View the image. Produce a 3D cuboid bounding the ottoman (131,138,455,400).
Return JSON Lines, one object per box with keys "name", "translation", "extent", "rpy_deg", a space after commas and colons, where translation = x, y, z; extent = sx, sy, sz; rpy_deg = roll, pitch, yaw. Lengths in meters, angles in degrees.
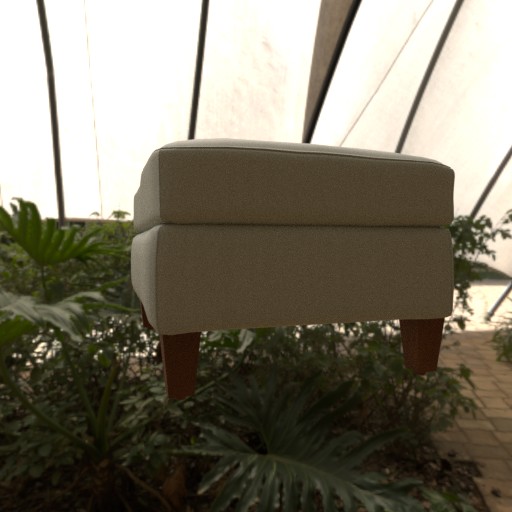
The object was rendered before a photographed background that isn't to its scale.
{"name": "ottoman", "translation": [0.000, 0.000, 1.202], "extent": [0.634, 0.496, 0.818], "rpy_deg": [0, 1, -18]}
